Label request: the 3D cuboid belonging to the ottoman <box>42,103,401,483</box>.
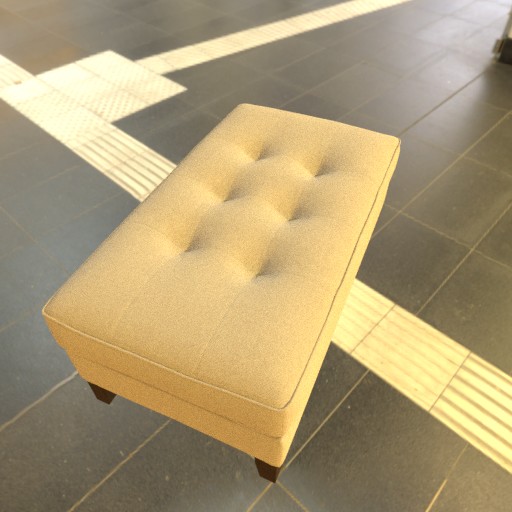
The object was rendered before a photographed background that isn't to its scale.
[{"bbox_3d":[0.000,0.000,1.450,0.648,0.508,1.143,18,49,16],"label":"ottoman"}]
